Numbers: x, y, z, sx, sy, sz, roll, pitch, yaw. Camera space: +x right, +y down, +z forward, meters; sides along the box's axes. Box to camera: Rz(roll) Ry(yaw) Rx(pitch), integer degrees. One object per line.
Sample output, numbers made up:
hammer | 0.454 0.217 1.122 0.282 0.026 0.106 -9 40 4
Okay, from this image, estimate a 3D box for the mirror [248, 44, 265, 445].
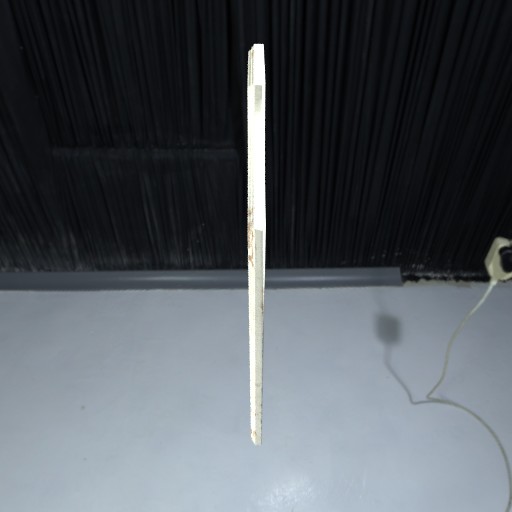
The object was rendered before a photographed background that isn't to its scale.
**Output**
mirror | 0.000 0.000 0.846 0.022 0.717 0.403 0 42 0
